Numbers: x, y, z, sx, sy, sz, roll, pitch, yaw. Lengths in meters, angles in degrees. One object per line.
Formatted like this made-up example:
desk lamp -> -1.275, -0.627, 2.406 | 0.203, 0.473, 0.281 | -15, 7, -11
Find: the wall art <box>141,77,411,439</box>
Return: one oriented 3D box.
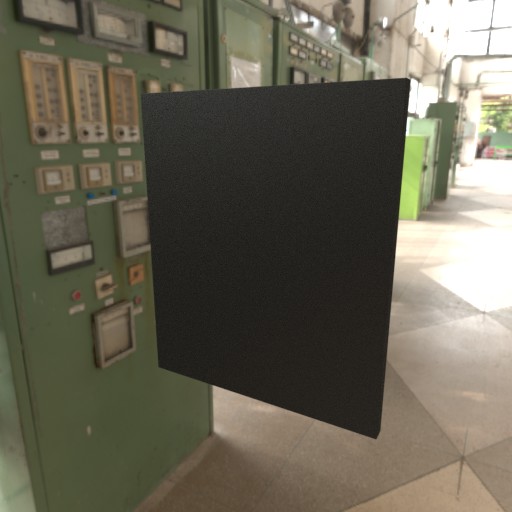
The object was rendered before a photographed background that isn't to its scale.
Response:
wall art -> 0.000, 0.000, 0.707 | 0.428, 0.505, 0.023 | 9, 18, 29
